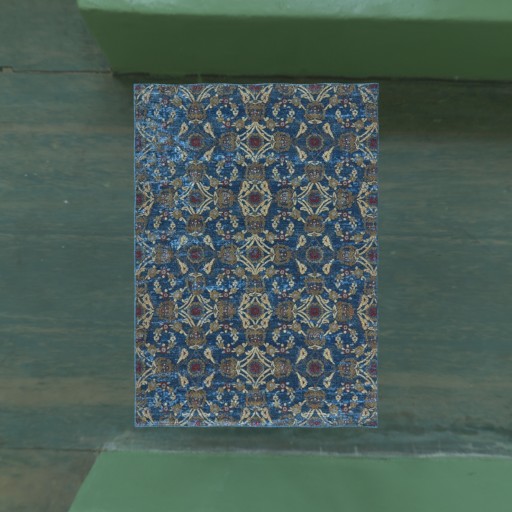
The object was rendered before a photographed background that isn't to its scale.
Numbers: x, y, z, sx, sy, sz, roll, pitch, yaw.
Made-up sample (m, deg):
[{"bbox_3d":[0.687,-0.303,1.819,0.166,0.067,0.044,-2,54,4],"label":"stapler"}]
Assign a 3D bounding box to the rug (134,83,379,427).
[{"bbox_3d":[0.000,0.000,4.245,2.337,0.013,3.291,0,91,0],"label":"rug"}]
